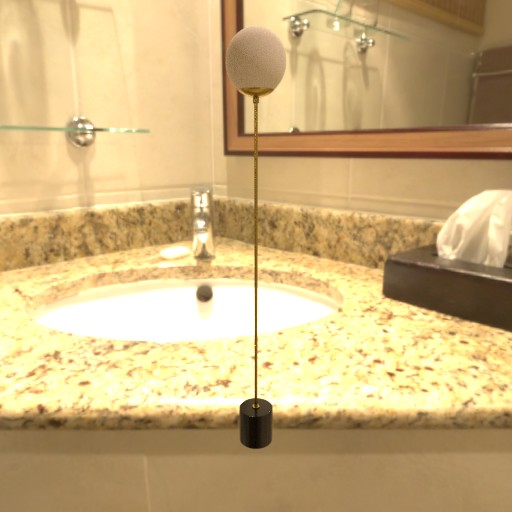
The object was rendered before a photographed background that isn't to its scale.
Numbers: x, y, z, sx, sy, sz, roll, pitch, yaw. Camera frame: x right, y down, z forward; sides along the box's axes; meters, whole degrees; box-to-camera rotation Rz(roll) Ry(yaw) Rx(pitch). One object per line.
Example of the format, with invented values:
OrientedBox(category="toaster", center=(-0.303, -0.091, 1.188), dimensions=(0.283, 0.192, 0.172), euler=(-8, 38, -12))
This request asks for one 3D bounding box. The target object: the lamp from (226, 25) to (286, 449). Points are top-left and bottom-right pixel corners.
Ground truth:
OrientedBox(category="lamp", center=(0.000, 0.000, 1.850), dimensions=(0.229, 1.748, 0.229), euler=(2, 14, 8))
